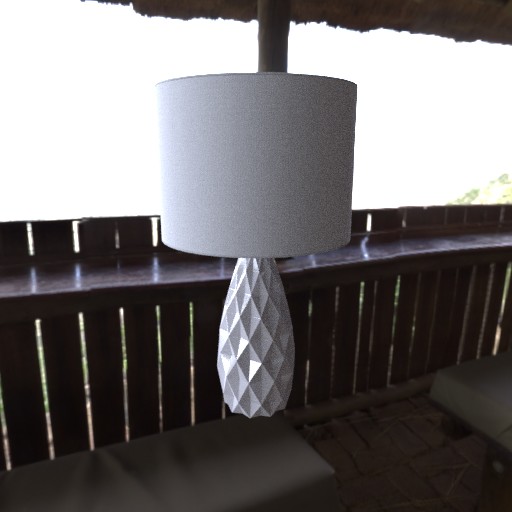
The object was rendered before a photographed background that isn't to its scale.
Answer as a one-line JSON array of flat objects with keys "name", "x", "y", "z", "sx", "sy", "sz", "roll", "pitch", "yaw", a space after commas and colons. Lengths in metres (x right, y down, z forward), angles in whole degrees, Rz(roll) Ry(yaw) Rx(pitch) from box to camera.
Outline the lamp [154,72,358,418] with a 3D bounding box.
[{"name": "lamp", "x": 0.000, "y": 0.000, "z": 0.720, "sx": 0.297, "sy": 0.522, "sz": 0.297, "roll": 0, "pitch": 14, "yaw": 0}]
